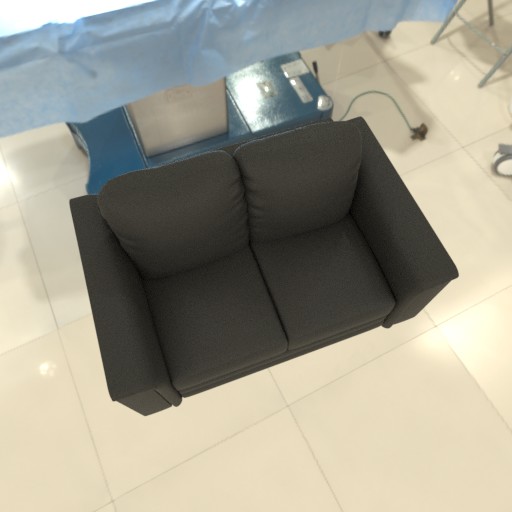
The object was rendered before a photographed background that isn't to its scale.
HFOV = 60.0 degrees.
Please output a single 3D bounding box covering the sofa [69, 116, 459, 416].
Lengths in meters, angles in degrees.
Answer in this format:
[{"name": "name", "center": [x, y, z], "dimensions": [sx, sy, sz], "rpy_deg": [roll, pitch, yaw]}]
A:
[{"name": "sofa", "center": [0.000, 0.000, 1.977], "dimensions": [1.386, 0.845, 0.887], "rpy_deg": [-18, 65, -9]}]
